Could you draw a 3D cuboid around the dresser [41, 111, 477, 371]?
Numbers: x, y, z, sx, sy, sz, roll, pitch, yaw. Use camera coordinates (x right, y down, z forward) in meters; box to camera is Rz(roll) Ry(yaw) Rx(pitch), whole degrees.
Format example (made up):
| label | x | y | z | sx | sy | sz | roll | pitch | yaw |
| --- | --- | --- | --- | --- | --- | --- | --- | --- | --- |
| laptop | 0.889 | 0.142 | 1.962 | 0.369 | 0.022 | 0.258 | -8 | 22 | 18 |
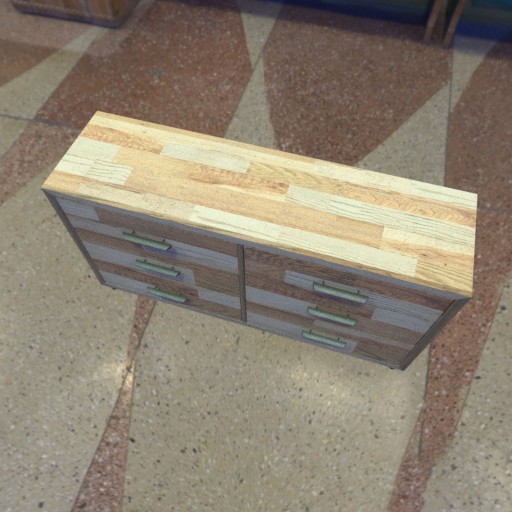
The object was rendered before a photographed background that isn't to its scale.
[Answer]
| label | x | y | z | sx | sy | sz | roll | pitch | yaw |
| --- | --- | --- | --- | --- | --- | --- | --- | --- | --- |
| dresser | 0.000 | 0.000 | 1.973 | 1.547 | 0.834 | 0.487 | 15 | 59 | 9 |
